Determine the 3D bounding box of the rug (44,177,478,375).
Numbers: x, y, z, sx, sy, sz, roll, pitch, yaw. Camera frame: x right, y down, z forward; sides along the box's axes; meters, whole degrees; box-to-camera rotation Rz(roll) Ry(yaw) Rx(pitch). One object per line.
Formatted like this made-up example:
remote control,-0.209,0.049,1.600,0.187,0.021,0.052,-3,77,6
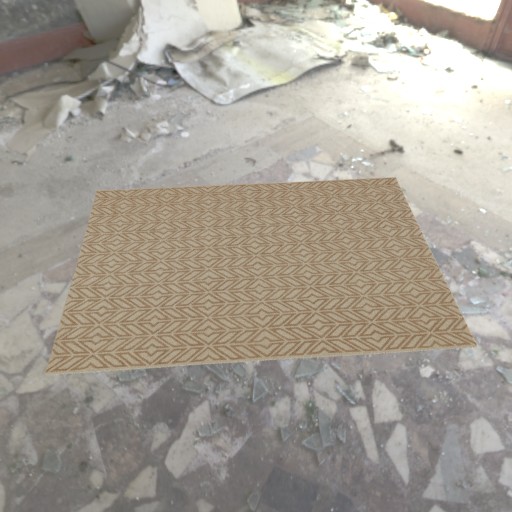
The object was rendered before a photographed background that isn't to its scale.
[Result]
rug,0.000,0.000,2.282,1.828,0.007,1.220,-3,46,-3
